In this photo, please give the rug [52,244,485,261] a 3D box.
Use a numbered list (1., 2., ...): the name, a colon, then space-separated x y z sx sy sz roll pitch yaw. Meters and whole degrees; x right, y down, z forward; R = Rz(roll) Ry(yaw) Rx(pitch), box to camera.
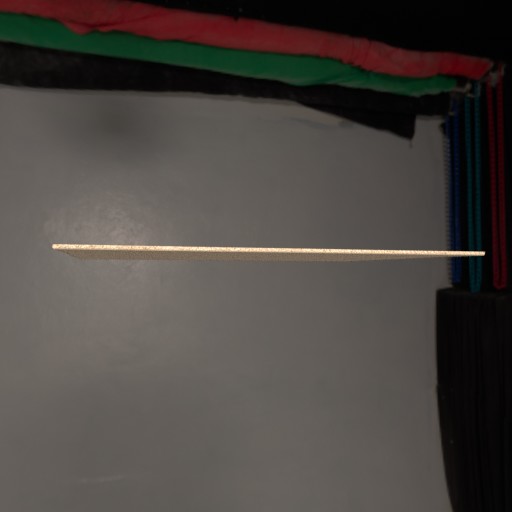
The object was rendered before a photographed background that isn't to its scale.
1. rug: 0.000 0.000 3.464 2.699 0.025 1.800 1 -2 -18
